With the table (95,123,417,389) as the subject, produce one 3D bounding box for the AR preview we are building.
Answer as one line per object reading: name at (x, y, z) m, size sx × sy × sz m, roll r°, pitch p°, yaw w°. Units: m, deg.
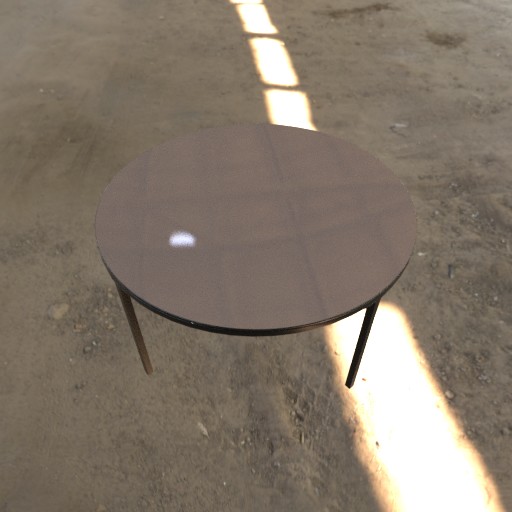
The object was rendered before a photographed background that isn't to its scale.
table at (0.000, 0.000, 1.272) m, size 0.800 × 0.400 × 0.800 m, roll 0°, pitch 45°, yaw 0°
